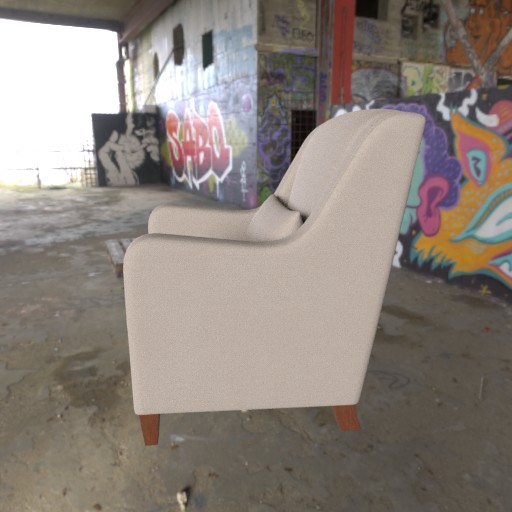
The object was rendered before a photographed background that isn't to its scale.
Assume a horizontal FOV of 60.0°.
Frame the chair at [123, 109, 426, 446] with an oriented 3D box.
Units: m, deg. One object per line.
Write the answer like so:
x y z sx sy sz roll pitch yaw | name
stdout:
0.000 0.000 1.607 0.863 1.010 0.715 -2 14 -7 | chair
